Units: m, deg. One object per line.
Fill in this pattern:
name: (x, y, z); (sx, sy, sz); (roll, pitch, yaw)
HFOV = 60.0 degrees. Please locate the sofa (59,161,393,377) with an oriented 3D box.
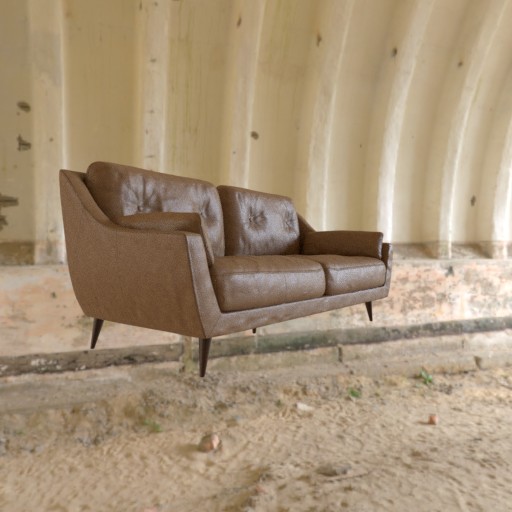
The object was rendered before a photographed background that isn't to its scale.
sofa: (0.000, 0.000, 2.389); (0.904, 0.839, 1.902); (0, 0, 36)
